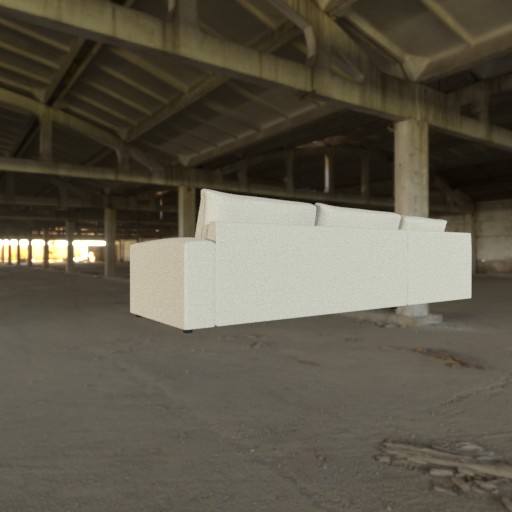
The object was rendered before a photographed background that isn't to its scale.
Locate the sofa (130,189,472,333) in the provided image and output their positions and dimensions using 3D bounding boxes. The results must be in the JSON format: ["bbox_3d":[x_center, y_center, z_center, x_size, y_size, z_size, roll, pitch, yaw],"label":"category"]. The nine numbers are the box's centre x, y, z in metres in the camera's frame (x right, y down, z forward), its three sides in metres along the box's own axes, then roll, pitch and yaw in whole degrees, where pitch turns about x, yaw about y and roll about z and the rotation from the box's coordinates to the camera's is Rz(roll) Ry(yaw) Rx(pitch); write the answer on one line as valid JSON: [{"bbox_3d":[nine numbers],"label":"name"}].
[{"bbox_3d":[0.000,0.000,4.820,3.206,0.918,3.066,0,1,-35],"label":"sofa"}]
